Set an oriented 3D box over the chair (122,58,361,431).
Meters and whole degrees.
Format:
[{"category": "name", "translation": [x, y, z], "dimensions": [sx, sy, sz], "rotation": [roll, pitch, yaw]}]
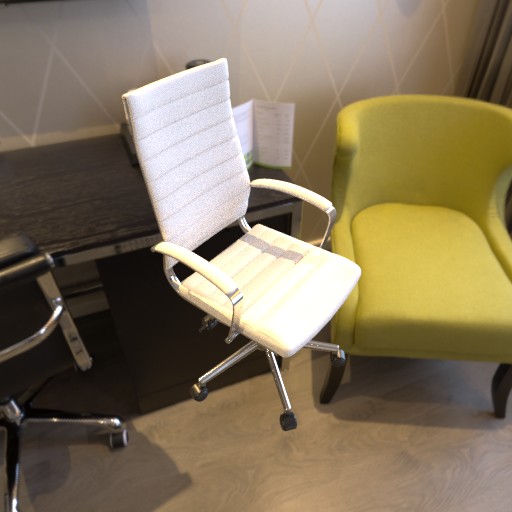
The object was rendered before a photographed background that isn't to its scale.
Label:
[{"category": "chair", "translation": [0.000, 0.000, 1.591], "dimensions": [0.679, 1.149, 0.679], "rotation": [27, 47, 28]}]
